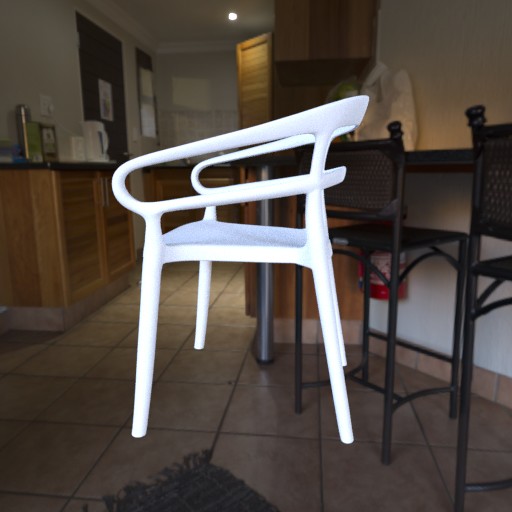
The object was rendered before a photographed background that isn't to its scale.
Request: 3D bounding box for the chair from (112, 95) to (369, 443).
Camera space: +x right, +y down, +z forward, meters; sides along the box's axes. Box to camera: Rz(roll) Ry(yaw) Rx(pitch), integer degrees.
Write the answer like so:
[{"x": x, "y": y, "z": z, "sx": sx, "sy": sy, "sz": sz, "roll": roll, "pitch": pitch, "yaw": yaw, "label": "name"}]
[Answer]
[{"x": 0.000, "y": 0.000, "z": 1.148, "sx": 0.527, "sy": 0.761, "sz": 0.559, "roll": 2, "pitch": 12, "yaw": 9, "label": "chair"}]
